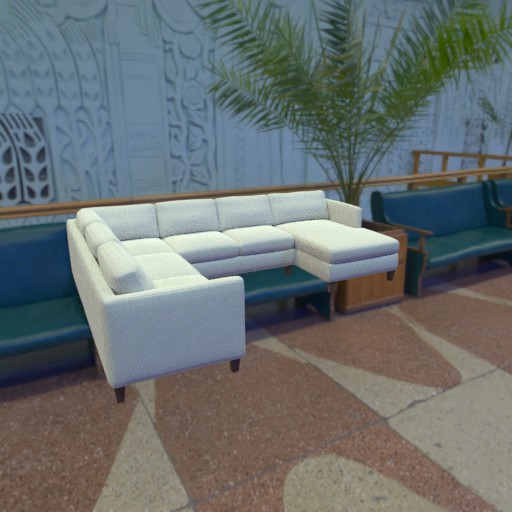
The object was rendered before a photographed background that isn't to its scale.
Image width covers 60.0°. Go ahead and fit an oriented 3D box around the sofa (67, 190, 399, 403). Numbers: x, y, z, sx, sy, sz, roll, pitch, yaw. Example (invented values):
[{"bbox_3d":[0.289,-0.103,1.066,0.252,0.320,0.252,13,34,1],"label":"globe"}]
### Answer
[{"bbox_3d":[0.000,0.000,4.352,3.238,0.853,2.551,-8,19,-25],"label":"sofa"}]
